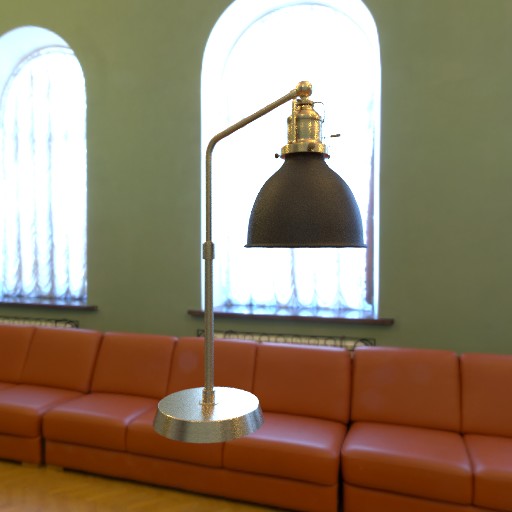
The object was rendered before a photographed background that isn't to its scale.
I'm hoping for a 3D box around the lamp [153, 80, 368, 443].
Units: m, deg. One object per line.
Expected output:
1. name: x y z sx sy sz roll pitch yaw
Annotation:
1. lamp: 0.000 0.000 0.596 0.291 0.456 0.160 0 1 17
